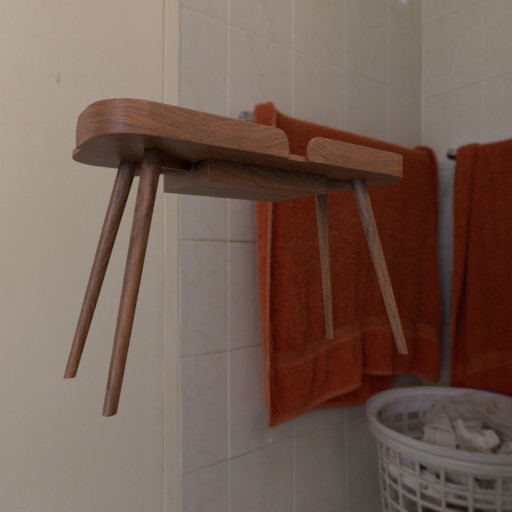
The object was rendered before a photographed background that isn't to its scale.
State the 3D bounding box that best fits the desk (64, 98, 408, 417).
[{"bbox_3d":[0.000,0.000,1.636,1.256,0.800,0.486,0,0,-36],"label":"desk"}]
